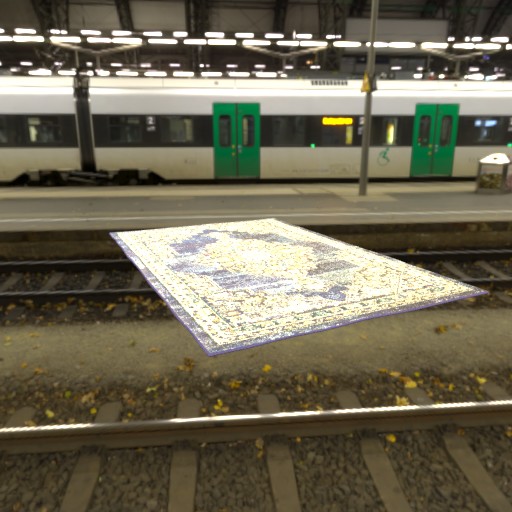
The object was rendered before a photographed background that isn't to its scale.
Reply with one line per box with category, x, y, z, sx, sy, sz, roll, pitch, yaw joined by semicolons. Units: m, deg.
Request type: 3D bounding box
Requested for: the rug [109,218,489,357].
rug;0.000;0.000;2.264;1.184;0.012;1.781;-7;17;-25
